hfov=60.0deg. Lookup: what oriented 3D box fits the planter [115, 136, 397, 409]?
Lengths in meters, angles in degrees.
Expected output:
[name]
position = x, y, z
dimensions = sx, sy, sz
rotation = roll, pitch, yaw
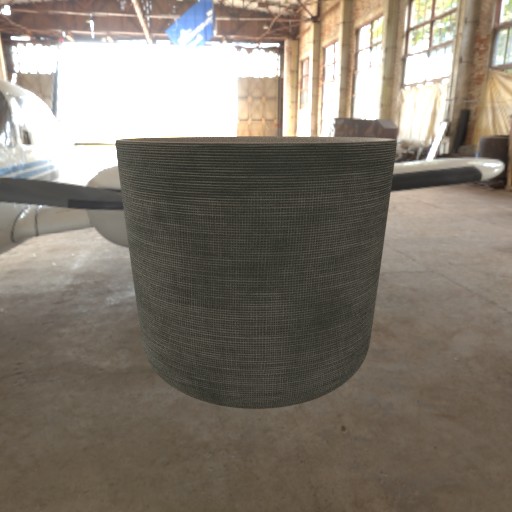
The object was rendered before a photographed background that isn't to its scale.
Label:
[planter]
position = 0.000, 0.000, 0.777
dimensions = 0.440, 0.398, 0.440
rotation = 0, 16, 0
